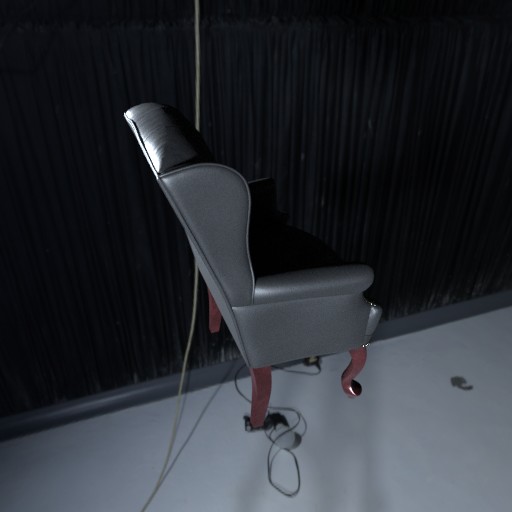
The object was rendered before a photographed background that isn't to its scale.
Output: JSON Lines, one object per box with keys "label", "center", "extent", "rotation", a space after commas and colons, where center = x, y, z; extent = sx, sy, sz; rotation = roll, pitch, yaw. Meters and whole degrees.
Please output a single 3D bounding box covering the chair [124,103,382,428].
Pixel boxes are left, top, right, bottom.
{"label": "chair", "center": [0.000, 0.000, 1.656], "extent": [0.762, 1.111, 0.838], "rotation": [-11, 33, -18]}
